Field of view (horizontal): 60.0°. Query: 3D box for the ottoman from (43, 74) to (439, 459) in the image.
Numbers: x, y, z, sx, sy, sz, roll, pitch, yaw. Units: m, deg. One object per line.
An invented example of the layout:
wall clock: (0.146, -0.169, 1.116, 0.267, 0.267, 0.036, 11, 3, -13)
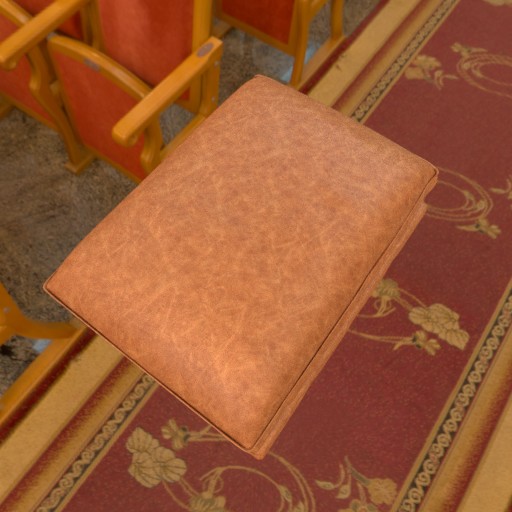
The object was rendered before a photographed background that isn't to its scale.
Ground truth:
ottoman: (0.000, 0.000, 1.040, 0.533, 0.480, 0.710, 33, 69, 15)
